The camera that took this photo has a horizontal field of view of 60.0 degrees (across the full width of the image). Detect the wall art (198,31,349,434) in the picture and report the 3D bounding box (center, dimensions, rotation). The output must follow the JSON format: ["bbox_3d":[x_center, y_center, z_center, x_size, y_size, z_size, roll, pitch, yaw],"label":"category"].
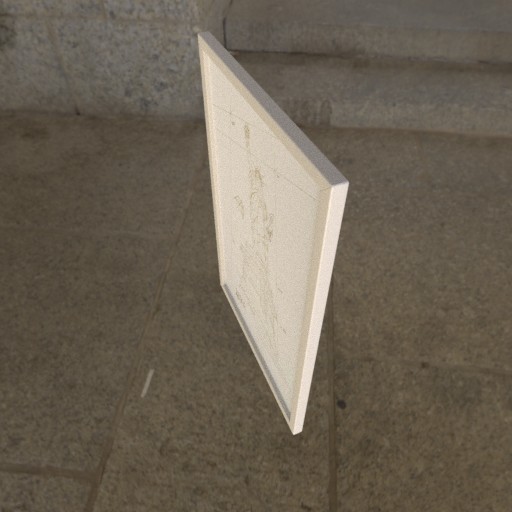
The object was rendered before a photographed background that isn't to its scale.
[{"bbox_3d":[0.000,0.000,1.039,0.026,0.813,0.556,-17,49,-16],"label":"wall art"}]
